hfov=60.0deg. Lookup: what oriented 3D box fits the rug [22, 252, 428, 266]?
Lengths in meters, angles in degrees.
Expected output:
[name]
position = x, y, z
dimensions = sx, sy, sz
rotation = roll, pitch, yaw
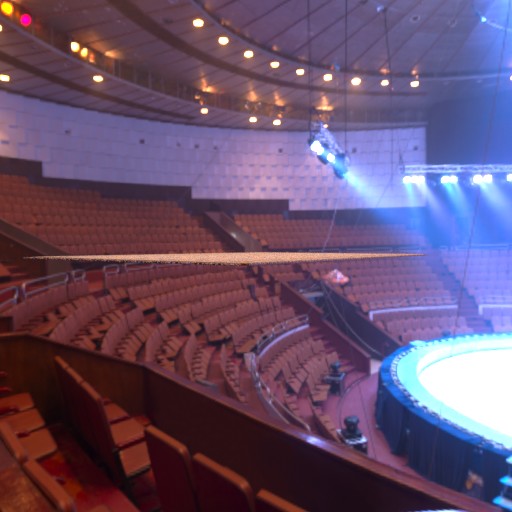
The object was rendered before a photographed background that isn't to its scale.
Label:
[rug]
position = 0.000, 0.000, 2.295
dimensions = 1.247, 0.008, 1.802
rotation = 1, 2, 37
